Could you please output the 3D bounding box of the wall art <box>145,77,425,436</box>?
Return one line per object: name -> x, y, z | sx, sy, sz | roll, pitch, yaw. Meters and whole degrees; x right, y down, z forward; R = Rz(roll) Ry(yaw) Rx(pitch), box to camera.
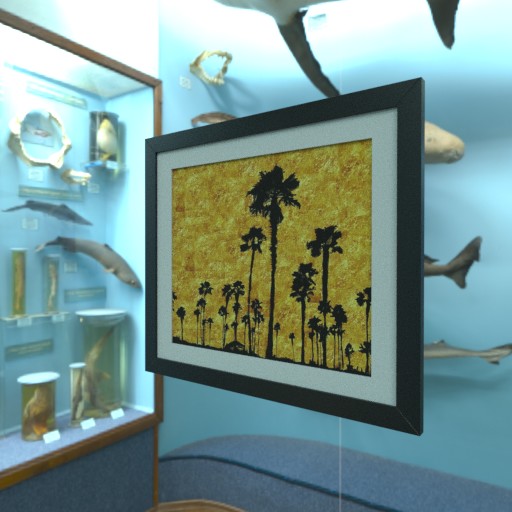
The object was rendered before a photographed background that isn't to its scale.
wall art -> 0.000, 0.000, 0.525 | 0.383, 0.332, 0.012 | 0, 1, 36
